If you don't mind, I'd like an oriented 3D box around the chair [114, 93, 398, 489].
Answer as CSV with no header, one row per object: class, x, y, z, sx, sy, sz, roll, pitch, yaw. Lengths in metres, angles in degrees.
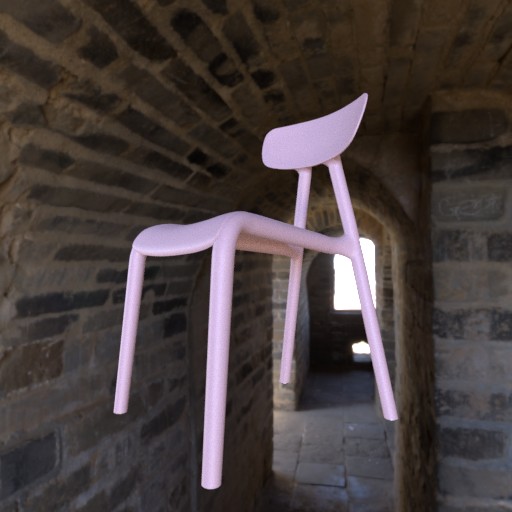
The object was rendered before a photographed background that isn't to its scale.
chair,0.000,0.000,0.799,0.401,0.580,0.356,1,-1,-36
